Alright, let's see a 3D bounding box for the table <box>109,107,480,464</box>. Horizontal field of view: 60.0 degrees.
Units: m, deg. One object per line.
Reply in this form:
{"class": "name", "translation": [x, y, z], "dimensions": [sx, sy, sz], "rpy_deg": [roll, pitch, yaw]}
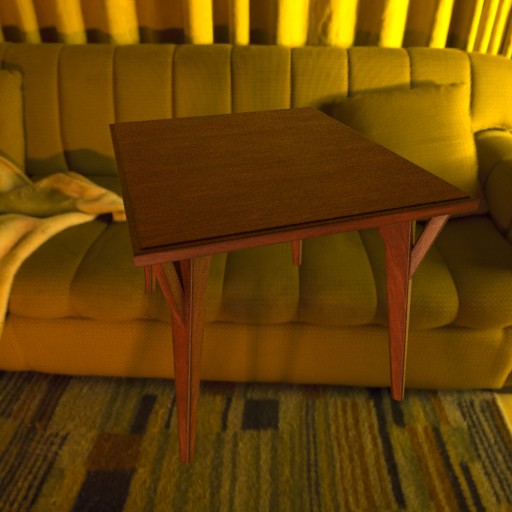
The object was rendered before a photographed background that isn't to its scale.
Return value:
{"class": "table", "translation": [0.000, 0.000, 1.579], "dimensions": [0.838, 0.761, 0.991], "rpy_deg": [-10, 33, -16]}
